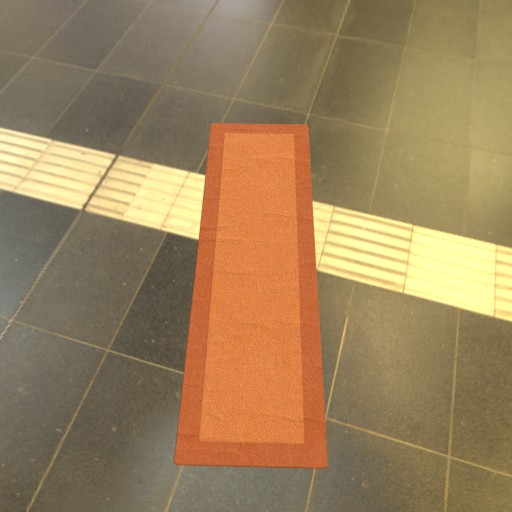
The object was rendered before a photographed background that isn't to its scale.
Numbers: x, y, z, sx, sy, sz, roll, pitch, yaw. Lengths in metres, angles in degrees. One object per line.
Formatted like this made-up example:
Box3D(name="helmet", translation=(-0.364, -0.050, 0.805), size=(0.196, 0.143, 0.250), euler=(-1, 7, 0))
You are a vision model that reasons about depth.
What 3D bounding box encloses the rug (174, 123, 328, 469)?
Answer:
Box3D(name="rug", translation=(0.000, 0.000, 2.808), size=(0.914, 0.013, 2.471), euler=(-2, 58, -1))
